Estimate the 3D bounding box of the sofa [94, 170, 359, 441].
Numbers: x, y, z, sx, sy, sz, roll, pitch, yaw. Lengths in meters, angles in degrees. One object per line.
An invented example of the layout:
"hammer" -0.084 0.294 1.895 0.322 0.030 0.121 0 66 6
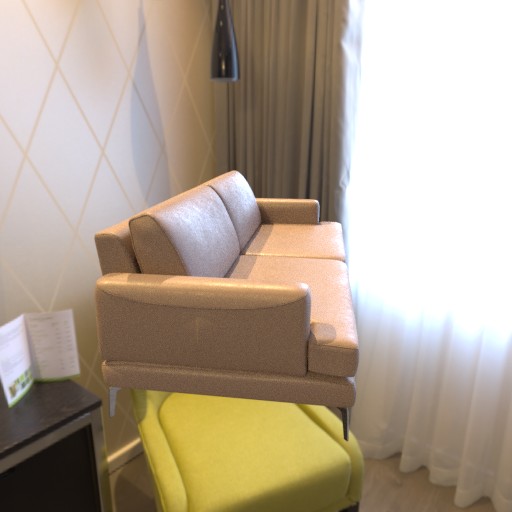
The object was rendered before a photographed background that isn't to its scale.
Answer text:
"sofa" 0.000 0.000 2.394 0.974 0.765 1.940 2 16 8
